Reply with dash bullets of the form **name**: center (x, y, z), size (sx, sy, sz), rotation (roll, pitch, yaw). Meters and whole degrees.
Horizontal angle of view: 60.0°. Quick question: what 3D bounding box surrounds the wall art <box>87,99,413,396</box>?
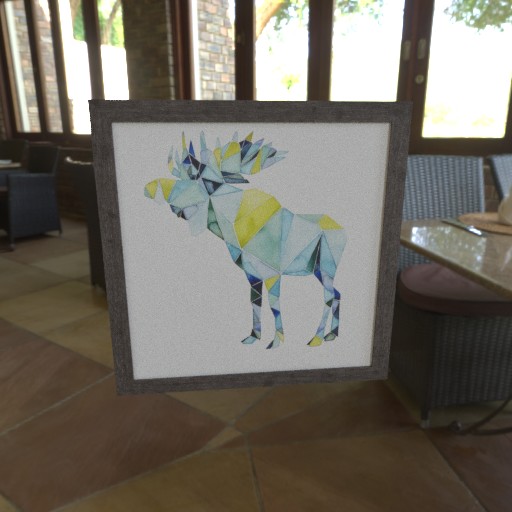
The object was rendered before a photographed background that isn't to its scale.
- **wall art**: center (0.000, 0.000, 0.689), size (0.457, 0.457, 0.013), rotation (-2, 16, -6)
